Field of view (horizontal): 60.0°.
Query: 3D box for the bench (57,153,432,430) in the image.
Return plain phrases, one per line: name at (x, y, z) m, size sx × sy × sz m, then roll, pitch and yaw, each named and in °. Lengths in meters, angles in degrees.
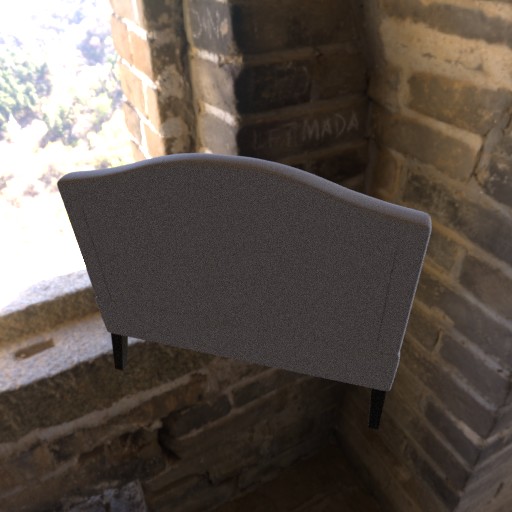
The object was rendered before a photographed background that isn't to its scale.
bench at (0.000, 0.000, 2.032) m, size 1.335 × 1.180 × 0.815 m, roll 9°, pitch 33°, yaw 14°
